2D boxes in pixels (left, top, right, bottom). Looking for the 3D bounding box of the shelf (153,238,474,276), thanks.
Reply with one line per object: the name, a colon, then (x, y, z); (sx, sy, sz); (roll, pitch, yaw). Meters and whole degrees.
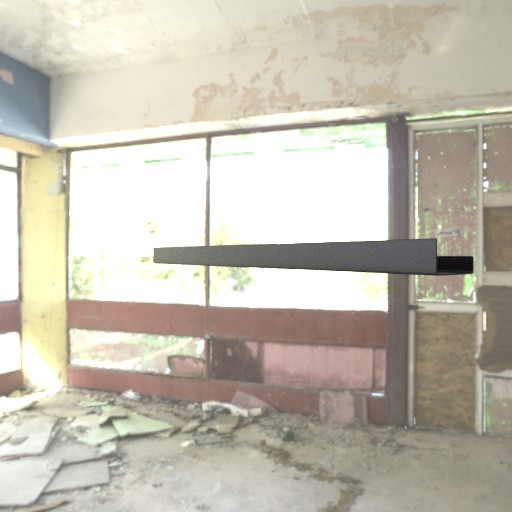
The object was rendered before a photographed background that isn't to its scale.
shelf: (0.000, 0.000, 0.973); (0.092, 0.049, 0.924); (0, 0, -36)
